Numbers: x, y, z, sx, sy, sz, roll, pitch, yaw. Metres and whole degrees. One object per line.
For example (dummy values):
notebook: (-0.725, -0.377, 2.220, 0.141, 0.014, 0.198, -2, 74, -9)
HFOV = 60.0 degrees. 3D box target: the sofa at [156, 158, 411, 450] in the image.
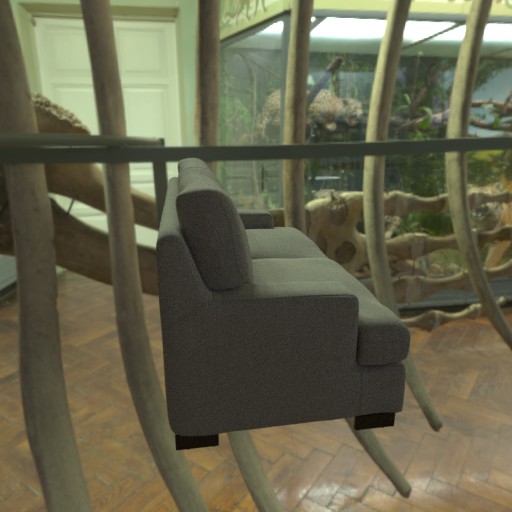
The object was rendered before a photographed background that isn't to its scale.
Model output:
sofa: (0.000, 0.000, 2.450, 0.962, 0.980, 1.855, -3, 16, -9)
